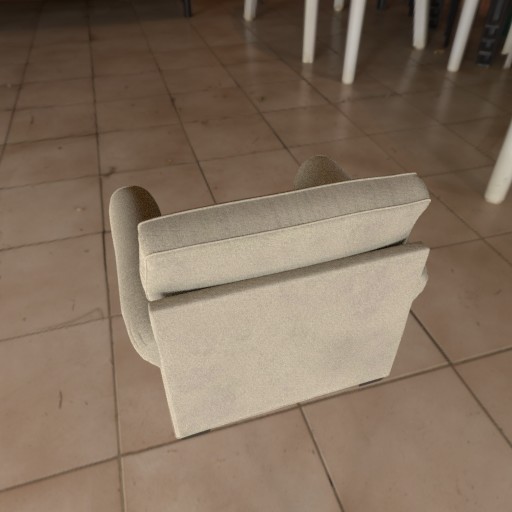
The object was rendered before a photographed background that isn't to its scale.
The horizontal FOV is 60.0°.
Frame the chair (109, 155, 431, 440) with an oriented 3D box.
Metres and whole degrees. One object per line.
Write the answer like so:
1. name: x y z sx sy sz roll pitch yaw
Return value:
1. chair: 0.000 0.000 1.922 1.147 1.044 0.939 -12 42 -14
